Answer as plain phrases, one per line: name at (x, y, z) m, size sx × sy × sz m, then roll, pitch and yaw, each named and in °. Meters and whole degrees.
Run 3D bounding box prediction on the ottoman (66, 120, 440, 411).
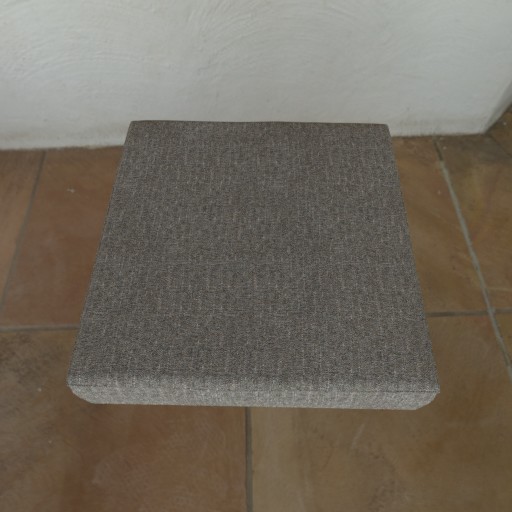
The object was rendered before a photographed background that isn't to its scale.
ottoman at (0.000, 0.000, 1.521) m, size 0.981 × 0.379 × 1.016 m, roll 1°, pitch 58°, yaw 1°
